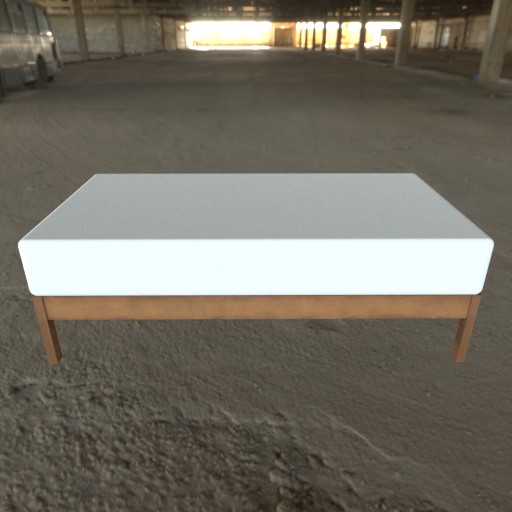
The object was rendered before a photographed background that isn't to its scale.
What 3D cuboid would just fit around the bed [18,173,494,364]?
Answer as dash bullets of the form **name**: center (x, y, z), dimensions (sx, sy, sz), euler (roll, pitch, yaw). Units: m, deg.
- **bed**: center (0.000, 0.000, 2.312), dimensions (1.902, 0.616, 0.961), euler (0, 26, 0)
